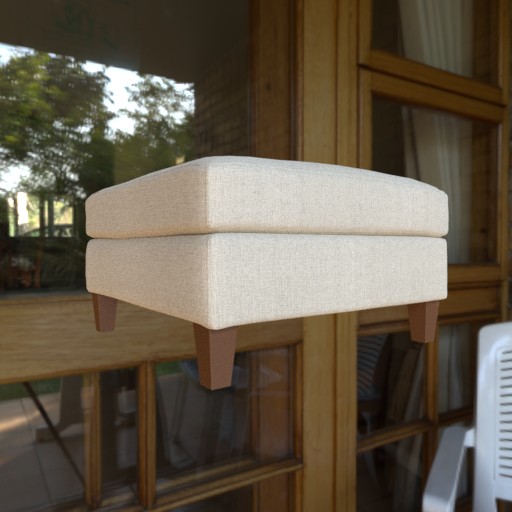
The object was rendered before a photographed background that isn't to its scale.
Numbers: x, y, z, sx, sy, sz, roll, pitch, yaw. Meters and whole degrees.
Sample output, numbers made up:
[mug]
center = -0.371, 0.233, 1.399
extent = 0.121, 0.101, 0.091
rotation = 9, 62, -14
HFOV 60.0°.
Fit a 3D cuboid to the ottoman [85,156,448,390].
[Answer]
[ottoman]
center = 0.000, 0.000, 1.396
extent = 0.838, 0.503, 0.838
rotation = -1, 2, -36
